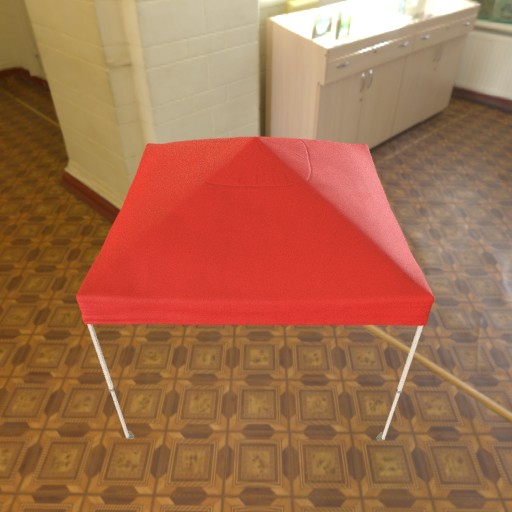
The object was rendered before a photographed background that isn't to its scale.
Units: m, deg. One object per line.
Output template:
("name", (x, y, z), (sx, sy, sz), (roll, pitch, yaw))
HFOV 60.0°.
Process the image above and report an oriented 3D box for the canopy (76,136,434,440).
("canopy", (0.000, 0.000, 5.282), (2.998, 2.997, 2.996), (0, 39, 0))
